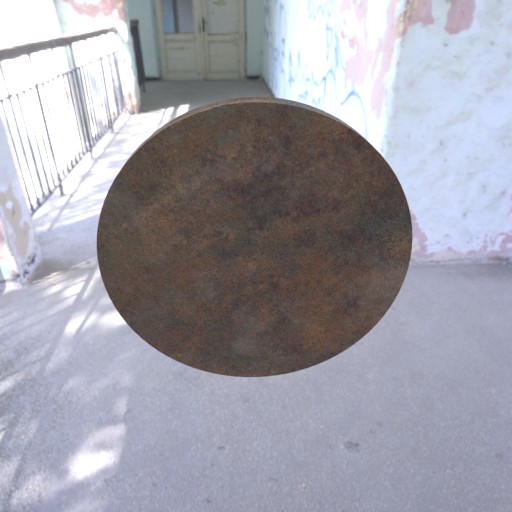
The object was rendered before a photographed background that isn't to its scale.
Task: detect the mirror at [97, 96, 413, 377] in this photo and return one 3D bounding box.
[{"bbox_3d":[0.000,0.000,0.859,0.585,0.585,0.061,-1,30,-2],"label":"mirror"}]
